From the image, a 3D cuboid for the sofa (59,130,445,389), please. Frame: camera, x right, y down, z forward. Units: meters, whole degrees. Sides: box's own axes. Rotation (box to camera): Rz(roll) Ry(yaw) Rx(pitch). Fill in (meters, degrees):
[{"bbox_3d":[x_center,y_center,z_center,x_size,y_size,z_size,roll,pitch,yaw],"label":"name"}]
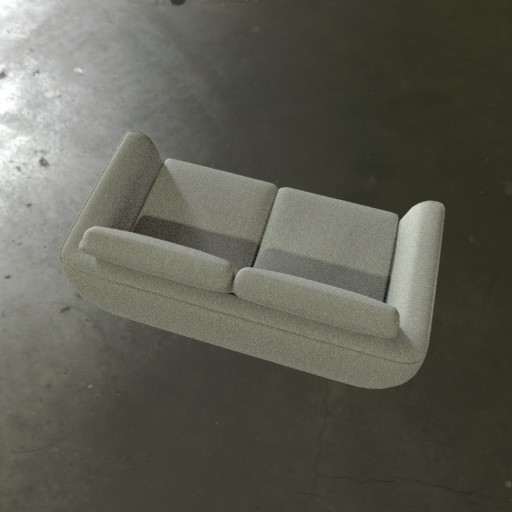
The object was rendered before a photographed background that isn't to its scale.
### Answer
[{"bbox_3d":[0.000,0.000,2.249,1.700,0.850,0.920,15,64,7],"label":"sofa"}]
